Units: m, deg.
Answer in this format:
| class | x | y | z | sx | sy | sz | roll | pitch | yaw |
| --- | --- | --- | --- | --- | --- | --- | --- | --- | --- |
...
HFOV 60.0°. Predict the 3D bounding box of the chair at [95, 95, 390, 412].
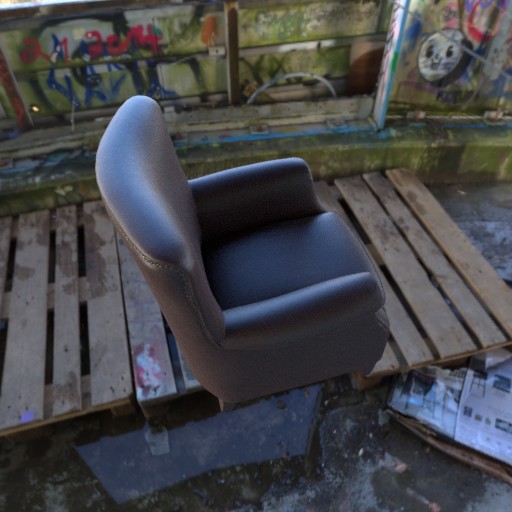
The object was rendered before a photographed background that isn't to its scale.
| class | x | y | z | sx | sy | sz | roll | pitch | yaw |
| --- | --- | --- | --- | --- | --- | --- | --- | --- | --- |
| chair | 0.000 | 0.000 | 1.332 | 0.746 | 0.800 | 0.700 | -11 | 47 | -10 |
